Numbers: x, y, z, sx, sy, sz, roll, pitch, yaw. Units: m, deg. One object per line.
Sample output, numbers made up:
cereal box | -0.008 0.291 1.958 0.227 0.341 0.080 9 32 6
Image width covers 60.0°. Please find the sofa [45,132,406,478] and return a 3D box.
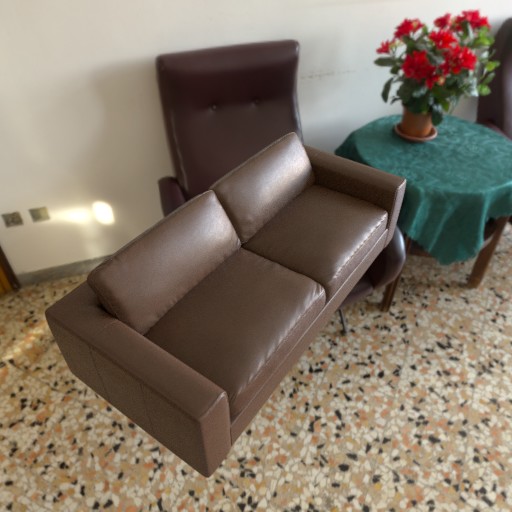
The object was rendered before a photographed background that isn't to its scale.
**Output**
sofa | 0.000 0.000 2.794 1.070 0.801 2.262 26 48 26
